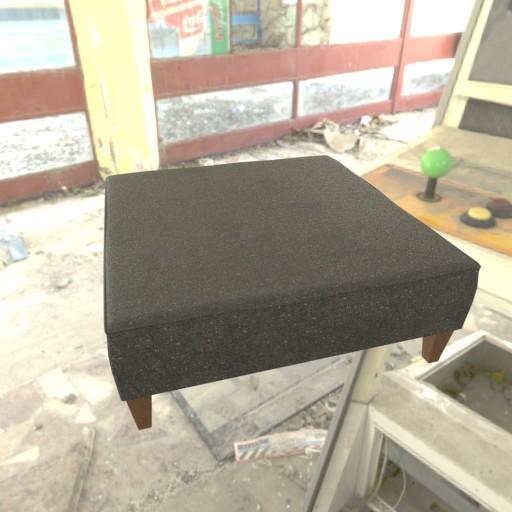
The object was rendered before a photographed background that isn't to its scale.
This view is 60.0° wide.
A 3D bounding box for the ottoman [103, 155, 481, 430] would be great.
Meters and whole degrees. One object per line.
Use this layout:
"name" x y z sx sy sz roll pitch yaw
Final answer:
"ottoman" 0.000 0.000 1.549 0.968 0.382 1.004 -8 32 -14
